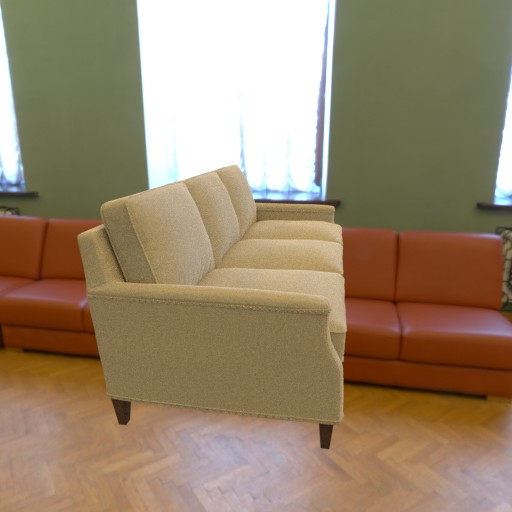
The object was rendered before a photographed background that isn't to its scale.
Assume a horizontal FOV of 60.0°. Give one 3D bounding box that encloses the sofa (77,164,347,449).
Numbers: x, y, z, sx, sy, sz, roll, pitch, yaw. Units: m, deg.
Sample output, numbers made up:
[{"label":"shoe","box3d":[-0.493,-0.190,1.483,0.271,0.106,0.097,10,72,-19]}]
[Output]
[{"label":"sofa","box3d":[0.000,0.000,2.768,1.084,1.003,2.246,3,16,10]}]
